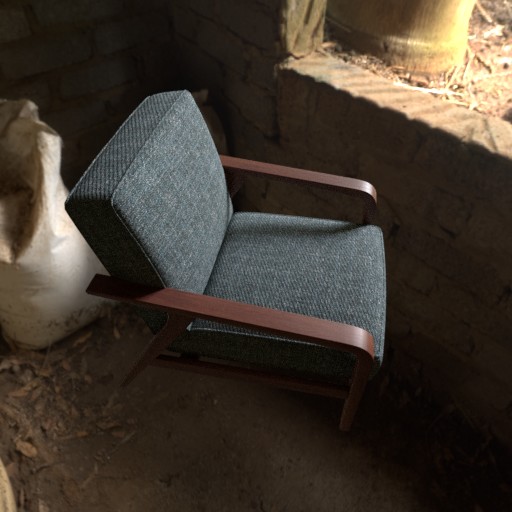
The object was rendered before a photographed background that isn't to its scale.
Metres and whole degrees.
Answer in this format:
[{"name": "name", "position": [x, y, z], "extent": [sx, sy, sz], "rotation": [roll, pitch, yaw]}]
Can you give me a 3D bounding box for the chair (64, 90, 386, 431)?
[{"name": "chair", "position": [0.000, 0.000, 1.487], "extent": [0.889, 0.864, 0.719], "rotation": [8, 46, 8]}]
